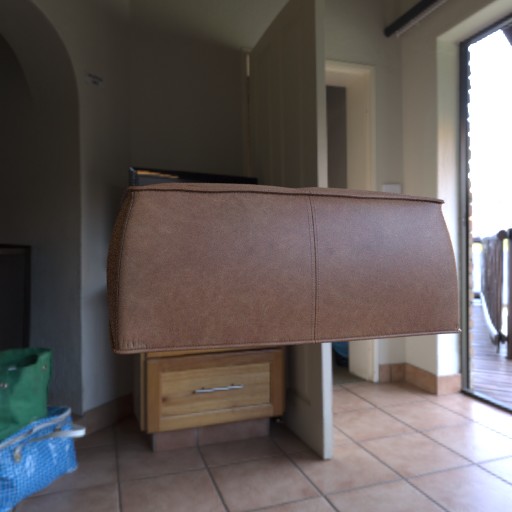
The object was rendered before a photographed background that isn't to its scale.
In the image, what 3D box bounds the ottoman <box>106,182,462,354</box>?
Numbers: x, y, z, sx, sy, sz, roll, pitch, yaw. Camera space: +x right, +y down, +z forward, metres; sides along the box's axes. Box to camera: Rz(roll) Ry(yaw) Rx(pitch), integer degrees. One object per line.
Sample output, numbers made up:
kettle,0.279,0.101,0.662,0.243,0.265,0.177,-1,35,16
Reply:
ottoman,0.000,0.000,1.419,0.902,0.395,0.901,0,0,-17
